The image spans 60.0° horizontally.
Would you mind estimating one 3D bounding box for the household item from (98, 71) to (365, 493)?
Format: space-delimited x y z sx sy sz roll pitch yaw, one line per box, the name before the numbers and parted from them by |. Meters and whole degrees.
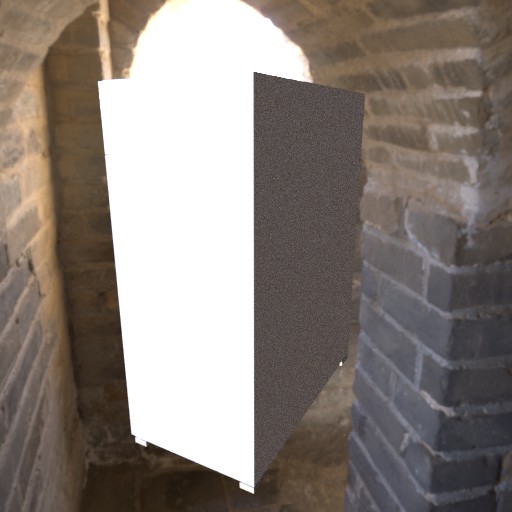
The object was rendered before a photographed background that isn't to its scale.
household item | 0.000 0.000 1.424 0.420 1.010 0.790 9 19 27
